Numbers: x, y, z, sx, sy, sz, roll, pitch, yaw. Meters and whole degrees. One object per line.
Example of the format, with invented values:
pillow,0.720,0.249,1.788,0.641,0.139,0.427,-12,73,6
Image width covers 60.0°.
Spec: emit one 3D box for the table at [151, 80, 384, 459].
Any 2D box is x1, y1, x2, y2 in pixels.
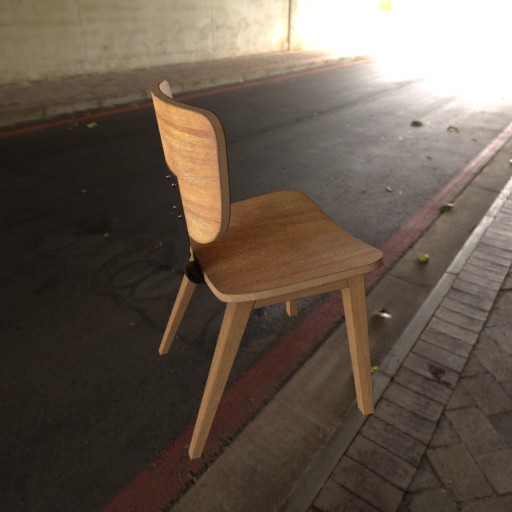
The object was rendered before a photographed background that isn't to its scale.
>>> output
table,0.000,0.000,1.122,0.500,0.805,0.499,-11,31,-18
